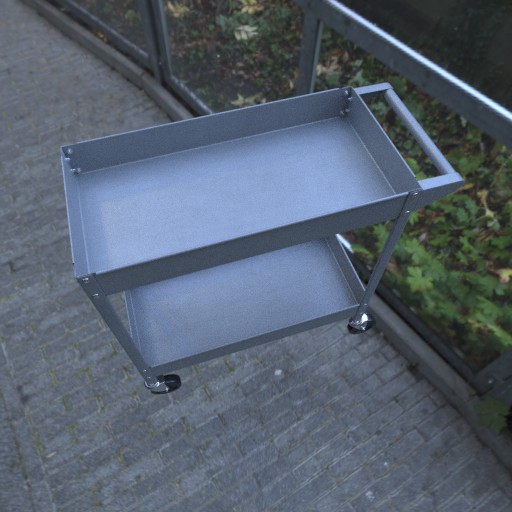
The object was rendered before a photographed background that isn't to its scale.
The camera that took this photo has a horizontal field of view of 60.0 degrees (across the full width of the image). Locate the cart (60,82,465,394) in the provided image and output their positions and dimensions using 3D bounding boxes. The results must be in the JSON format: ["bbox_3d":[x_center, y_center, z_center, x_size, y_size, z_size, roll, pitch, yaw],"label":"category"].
[{"bbox_3d":[0.000,0.000,1.206,0.779,0.719,0.366,-15,58,-10],"label":"cart"}]
